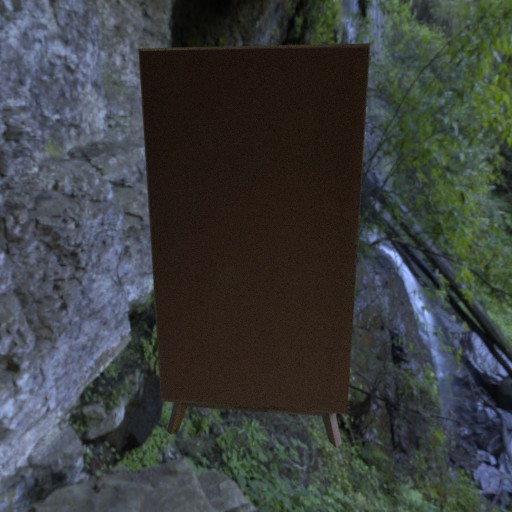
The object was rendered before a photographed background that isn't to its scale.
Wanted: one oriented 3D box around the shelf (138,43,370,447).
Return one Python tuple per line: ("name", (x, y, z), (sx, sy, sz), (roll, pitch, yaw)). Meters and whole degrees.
("shelf", (0.000, 0.000, 1.747), (0.748, 1.471, 0.308), (2, 15, 6))
